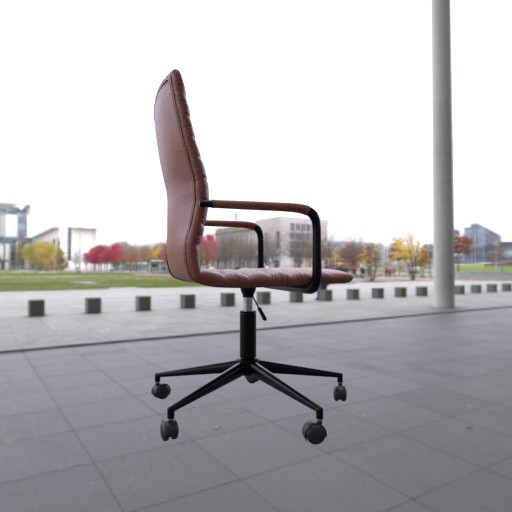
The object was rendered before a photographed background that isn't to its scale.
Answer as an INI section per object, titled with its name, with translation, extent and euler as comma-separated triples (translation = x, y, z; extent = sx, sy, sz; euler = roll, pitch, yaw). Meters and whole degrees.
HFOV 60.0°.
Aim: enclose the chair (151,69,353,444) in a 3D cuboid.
[chair]
translation = 0.000, 0.000, 1.290
extent = 0.578, 0.878, 0.600
euler = 0, -1, -18
